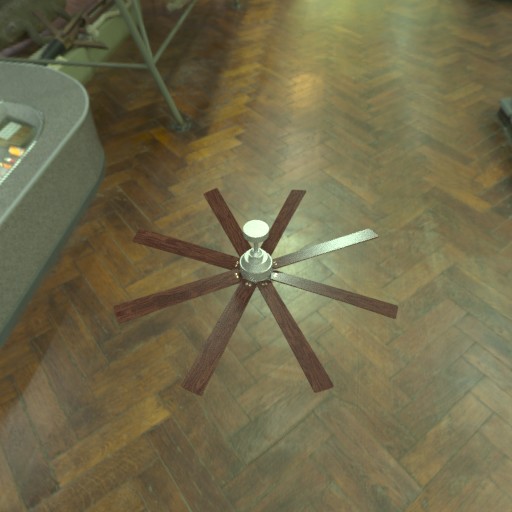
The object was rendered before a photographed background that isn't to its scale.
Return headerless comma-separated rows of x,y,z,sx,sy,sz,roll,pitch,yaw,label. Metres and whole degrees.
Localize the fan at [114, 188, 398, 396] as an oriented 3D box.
0.000,0.000,2.805,1.830,0.472,1.830,-17,48,-16,fan
